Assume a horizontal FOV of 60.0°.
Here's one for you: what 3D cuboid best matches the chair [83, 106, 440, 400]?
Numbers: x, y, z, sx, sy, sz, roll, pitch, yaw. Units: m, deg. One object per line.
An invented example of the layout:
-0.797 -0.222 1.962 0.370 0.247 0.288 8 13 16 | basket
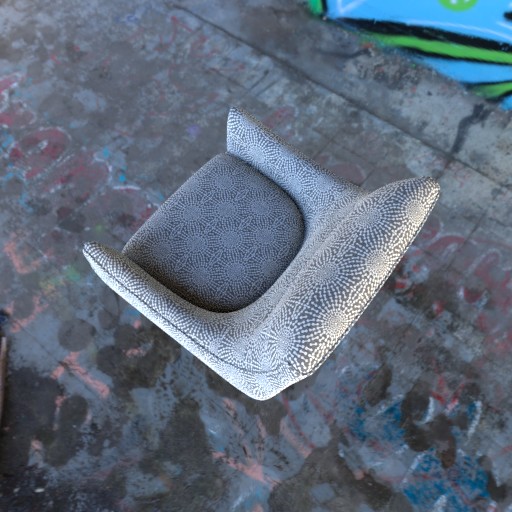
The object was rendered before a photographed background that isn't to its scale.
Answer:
0.000 0.000 1.499 0.787 0.838 0.762 35 69 15 | chair
